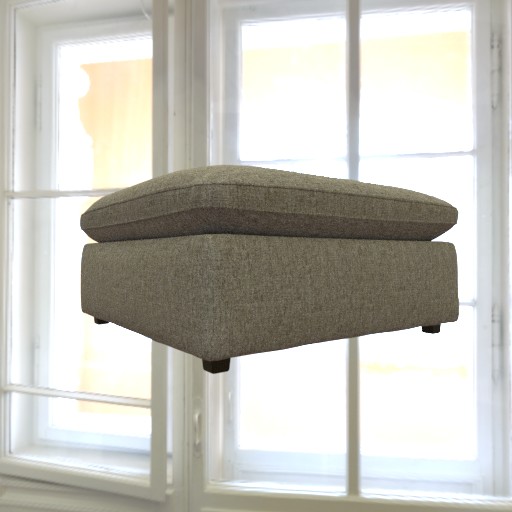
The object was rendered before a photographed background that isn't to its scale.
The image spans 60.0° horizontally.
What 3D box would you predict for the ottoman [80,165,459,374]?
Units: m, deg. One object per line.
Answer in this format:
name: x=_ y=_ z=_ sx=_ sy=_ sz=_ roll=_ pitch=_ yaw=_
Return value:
ottoman: x=0.000 y=0.000 z=1.616 sx=1.035 sy=0.526 sz=1.039 roll=0 pitch=0 yaw=-36
